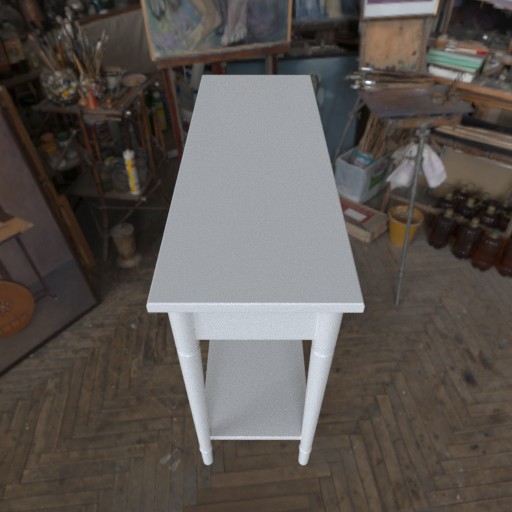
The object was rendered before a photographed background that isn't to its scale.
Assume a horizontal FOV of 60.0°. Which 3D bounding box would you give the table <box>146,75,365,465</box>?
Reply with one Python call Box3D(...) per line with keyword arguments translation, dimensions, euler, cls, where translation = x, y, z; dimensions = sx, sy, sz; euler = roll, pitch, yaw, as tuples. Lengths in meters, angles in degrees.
Box3D(translation=(0.000, 0.000, 1.415), dimensions=(0.381, 0.749, 1.067), euler=(0, 42, 0), cls="table")
